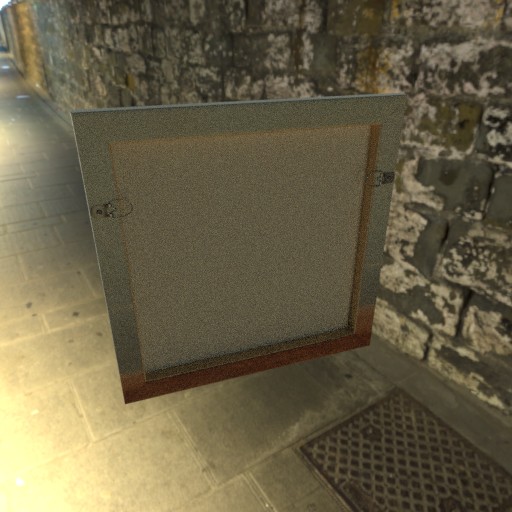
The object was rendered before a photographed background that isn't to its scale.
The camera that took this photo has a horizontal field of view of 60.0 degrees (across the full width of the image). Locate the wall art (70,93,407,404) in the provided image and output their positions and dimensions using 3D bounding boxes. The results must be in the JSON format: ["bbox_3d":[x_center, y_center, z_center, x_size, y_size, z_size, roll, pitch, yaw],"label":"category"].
[{"bbox_3d":[0.000,0.000,0.910,0.605,0.605,0.034,-9,29,-17],"label":"wall art"}]
